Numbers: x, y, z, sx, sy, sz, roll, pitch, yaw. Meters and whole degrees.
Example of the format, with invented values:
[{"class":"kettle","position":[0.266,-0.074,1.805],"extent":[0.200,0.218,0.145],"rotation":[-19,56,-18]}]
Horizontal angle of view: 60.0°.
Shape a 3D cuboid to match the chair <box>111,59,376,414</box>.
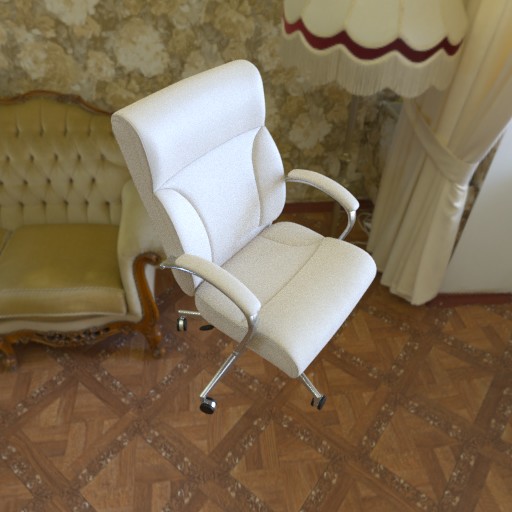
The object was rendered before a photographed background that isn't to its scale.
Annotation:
[{"class":"chair","position":[0.000,0.000,1.571],"extent":[0.745,1.099,0.727],"rotation":[26,48,26]}]
